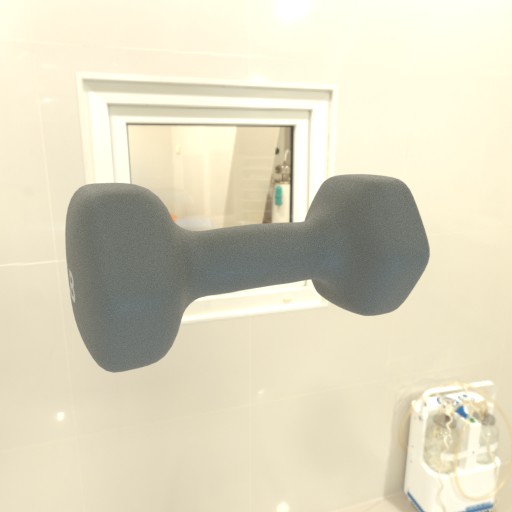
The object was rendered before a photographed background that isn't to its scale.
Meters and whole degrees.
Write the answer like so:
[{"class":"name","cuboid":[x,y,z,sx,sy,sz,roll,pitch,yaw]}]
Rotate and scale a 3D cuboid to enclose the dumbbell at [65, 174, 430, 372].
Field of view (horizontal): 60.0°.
[{"class":"dumbbell","cuboid":[0.000,0.000,0.235,0.184,0.081,0.090,-7,15,-26]}]
